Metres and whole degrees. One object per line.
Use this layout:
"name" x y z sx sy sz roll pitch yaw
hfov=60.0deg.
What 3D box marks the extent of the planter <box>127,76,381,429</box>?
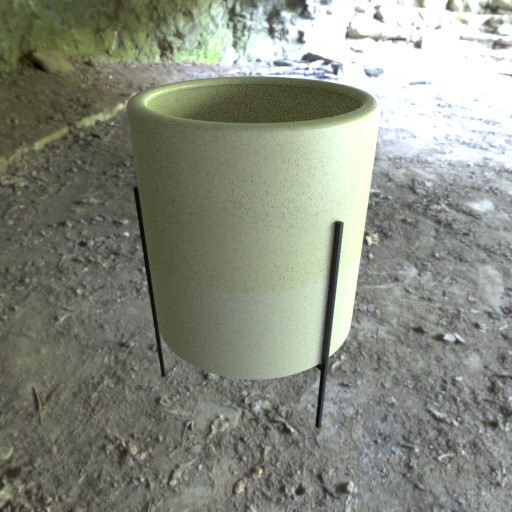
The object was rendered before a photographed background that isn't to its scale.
"planter" 0.000 0.000 0.697 0.324 0.483 0.333 -22 37 -32
